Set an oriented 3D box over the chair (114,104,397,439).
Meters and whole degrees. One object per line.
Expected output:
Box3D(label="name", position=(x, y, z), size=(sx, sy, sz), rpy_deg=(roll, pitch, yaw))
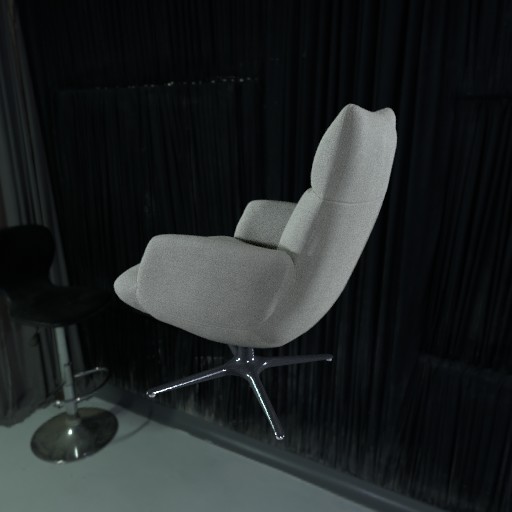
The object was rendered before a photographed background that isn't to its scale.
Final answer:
Box3D(label="chair", position=(0.000, 0.000, 1.597), size=(0.889, 1.016, 0.711), rpy_deg=(8, 19, 25))
